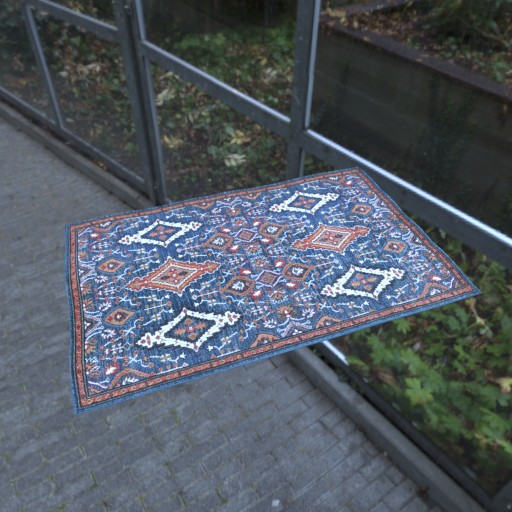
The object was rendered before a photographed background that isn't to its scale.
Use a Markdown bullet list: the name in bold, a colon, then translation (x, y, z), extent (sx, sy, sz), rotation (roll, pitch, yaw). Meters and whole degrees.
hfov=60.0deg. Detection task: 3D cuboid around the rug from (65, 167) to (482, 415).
- **rug**: translation (0.000, 0.000, 2.264), extent (1.847, 0.014, 1.195), rotation (-13, 44, -14)
